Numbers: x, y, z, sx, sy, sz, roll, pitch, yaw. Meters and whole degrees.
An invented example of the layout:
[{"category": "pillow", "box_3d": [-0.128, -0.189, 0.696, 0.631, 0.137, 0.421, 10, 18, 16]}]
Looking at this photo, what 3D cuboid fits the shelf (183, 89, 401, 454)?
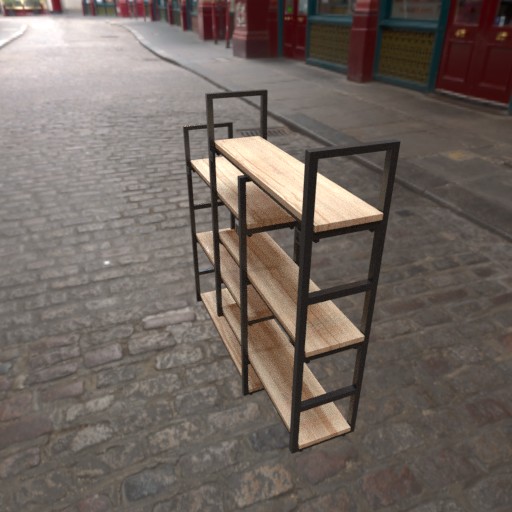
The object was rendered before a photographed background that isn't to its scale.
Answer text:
[{"category": "shelf", "box_3d": [0.000, 0.000, 1.368, 0.183, 0.921, 0.946, -11, 31, -19]}]
